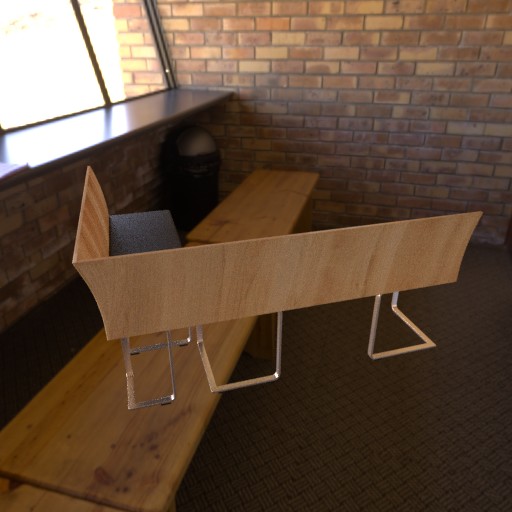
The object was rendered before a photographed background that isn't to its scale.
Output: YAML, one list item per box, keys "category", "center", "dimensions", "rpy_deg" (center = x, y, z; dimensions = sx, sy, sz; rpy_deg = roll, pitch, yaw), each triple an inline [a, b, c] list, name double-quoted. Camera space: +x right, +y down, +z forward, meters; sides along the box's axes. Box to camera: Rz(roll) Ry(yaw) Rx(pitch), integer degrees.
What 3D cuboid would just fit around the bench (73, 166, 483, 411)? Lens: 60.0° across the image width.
- category: "bench"
  center: [0.000, 0.000, 2.832]
  dimensions: [1.945, 0.930, 1.495]
  rpy_deg: [-8, 27, -15]
